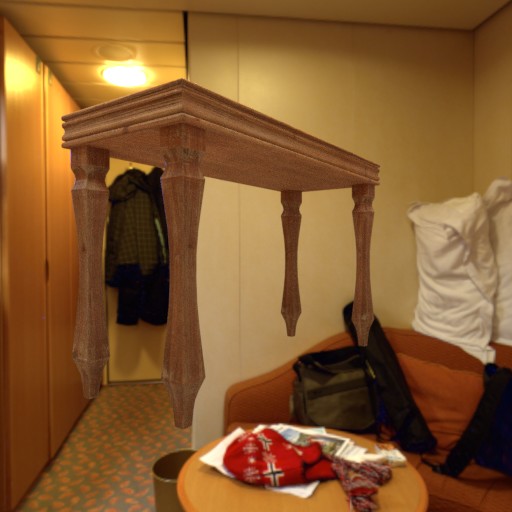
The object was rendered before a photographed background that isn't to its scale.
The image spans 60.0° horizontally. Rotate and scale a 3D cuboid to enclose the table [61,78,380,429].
[{"bbox_3d":[0.000,0.000,1.756,0.522,0.873,1.330,1,1,36],"label":"table"}]
